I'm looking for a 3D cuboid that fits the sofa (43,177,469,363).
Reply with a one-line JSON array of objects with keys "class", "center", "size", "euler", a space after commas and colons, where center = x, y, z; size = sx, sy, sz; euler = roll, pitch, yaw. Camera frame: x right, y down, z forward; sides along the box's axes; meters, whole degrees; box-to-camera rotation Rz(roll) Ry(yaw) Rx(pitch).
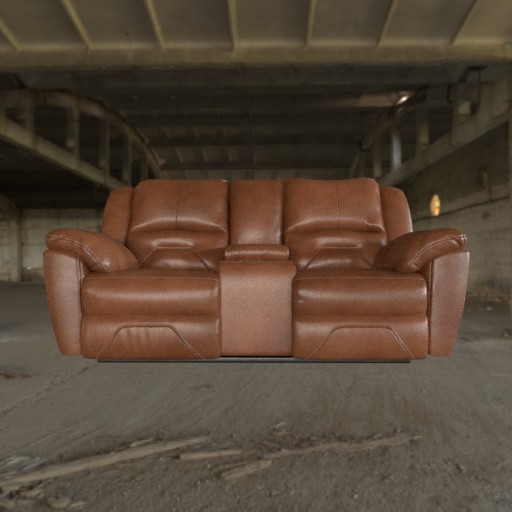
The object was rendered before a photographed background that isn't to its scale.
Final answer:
[{"class": "sofa", "center": [0.000, 0.000, 2.559], "size": [2.058, 1.043, 0.991], "euler": [0, -1, 1]}]
